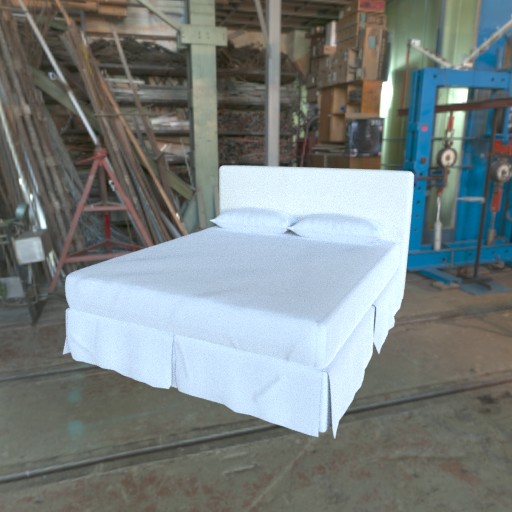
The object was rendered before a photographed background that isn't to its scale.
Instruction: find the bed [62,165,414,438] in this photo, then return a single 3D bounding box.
[{"bbox_3d":[0.000,0.000,3.664,2.119,1.317,2.341,7,17,26],"label":"bed"}]
